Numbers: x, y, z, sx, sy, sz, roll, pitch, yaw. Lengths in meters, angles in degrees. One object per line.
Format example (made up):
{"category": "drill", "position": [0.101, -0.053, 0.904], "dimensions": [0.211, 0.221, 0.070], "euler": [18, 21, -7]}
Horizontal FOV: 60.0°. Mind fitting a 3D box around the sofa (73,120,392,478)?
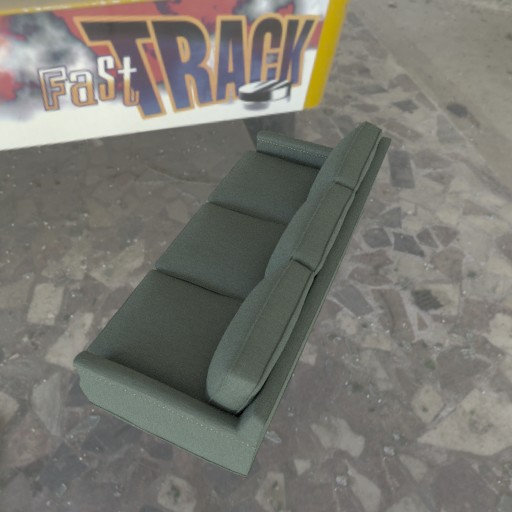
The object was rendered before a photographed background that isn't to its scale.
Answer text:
{"category": "sofa", "position": [0.000, 0.000, 2.770], "dimensions": [1.084, 1.003, 2.246], "euler": [19, 51, 16]}
